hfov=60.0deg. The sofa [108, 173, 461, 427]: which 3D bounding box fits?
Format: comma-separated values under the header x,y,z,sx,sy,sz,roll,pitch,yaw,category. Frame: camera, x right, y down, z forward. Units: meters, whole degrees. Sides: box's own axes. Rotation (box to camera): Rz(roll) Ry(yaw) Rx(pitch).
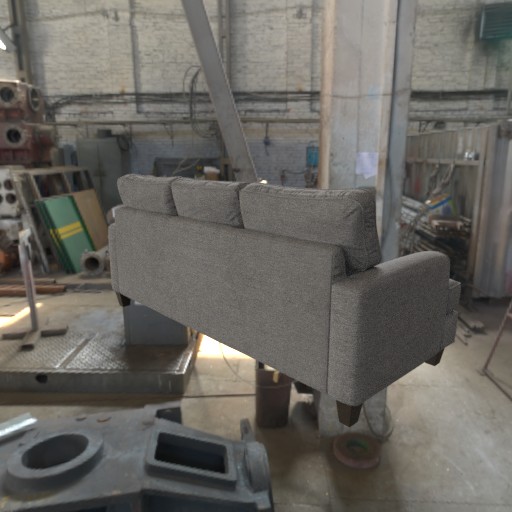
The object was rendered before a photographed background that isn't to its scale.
x,y,z,sx,sy,sz,roll,pitch,yaw,category
0.000,0.000,2.726,0.951,0.965,2.158,-12,18,-42,sofa
